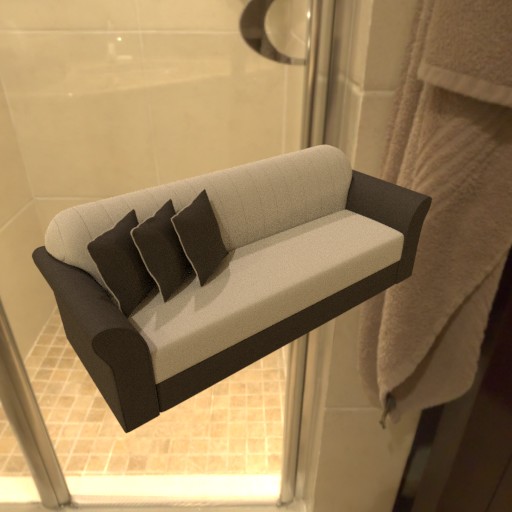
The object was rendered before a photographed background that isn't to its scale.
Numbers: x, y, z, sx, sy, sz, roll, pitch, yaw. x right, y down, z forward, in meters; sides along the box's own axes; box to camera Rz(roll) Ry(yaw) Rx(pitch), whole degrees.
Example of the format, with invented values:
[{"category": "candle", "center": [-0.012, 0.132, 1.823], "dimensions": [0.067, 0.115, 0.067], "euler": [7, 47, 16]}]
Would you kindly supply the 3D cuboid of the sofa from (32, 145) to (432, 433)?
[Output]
[{"category": "sofa", "center": [0.000, 0.000, 2.384], "dimensions": [2.001, 0.787, 0.755], "euler": [-21, 37, -32]}]
